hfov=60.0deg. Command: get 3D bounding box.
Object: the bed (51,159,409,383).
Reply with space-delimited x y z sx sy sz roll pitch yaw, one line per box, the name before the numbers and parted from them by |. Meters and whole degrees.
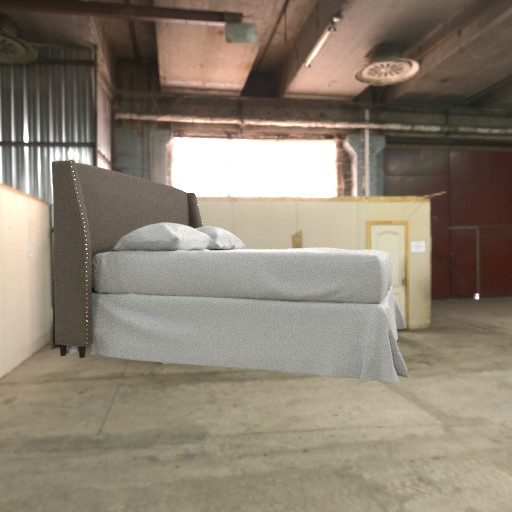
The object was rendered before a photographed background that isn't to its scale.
bed | 0.000 0.000 3.504 2.276 1.332 1.925 0 1 18
